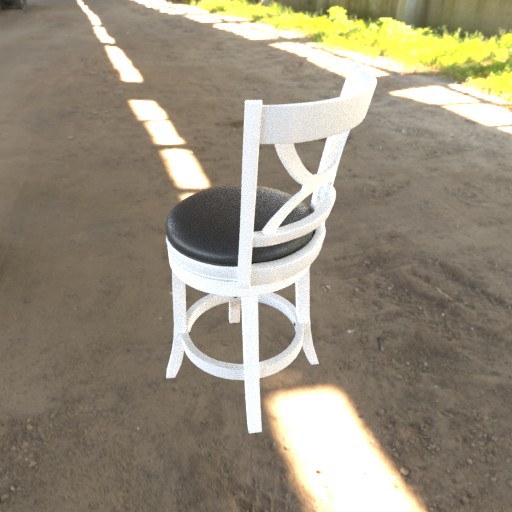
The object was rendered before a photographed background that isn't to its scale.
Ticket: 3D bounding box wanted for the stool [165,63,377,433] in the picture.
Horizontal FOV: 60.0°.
[{"bbox_3d":[0.000,0.000,1.217,0.508,0.953,0.444,22,39,30],"label":"stool"}]
